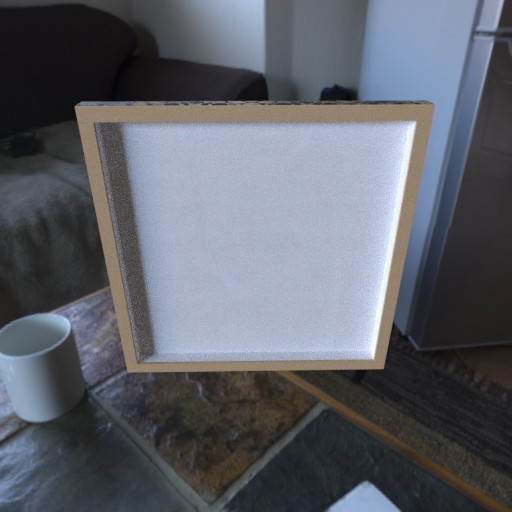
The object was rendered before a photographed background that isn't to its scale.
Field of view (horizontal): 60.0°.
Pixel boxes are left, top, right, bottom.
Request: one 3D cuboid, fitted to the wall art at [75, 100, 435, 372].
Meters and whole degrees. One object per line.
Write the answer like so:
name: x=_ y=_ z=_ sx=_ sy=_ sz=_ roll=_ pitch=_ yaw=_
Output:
wall art: x=0.000 y=0.000 z=0.919 sx=0.612 sy=0.612 sz=0.038 roll=-1 pitch=30 yaw=-1
